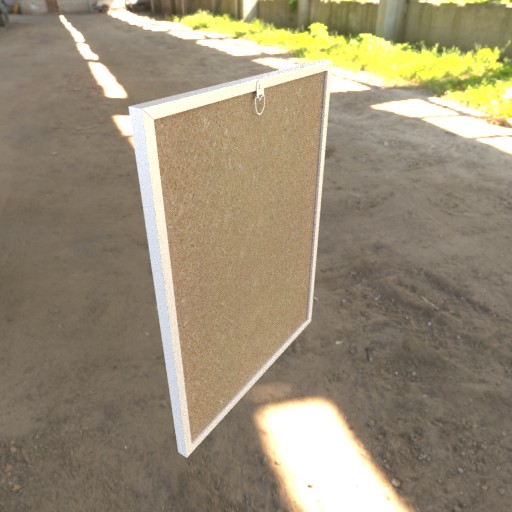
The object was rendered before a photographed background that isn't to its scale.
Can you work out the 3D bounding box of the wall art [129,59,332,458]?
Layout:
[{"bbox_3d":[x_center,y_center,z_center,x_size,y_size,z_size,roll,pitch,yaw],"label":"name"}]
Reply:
[{"bbox_3d":[0.000,0.000,1.397,0.042,1.056,0.805,20,36,29],"label":"wall art"}]
